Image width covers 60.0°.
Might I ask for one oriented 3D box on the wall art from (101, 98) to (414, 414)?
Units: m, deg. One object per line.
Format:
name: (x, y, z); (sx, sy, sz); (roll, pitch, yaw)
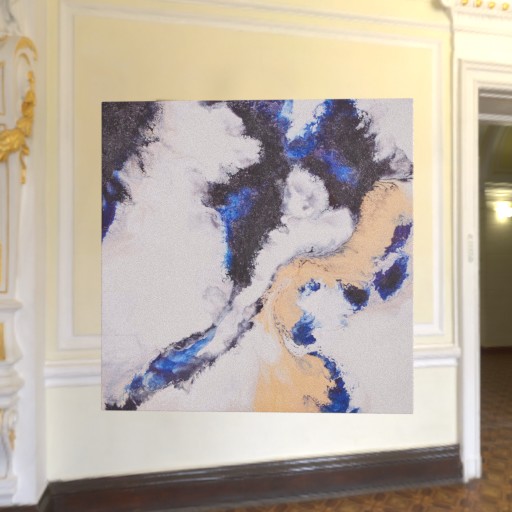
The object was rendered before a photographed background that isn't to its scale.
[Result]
wall art: (0.000, 0.000, 0.880); (0.609, 0.609, 0.039); (0, 0, 2)
